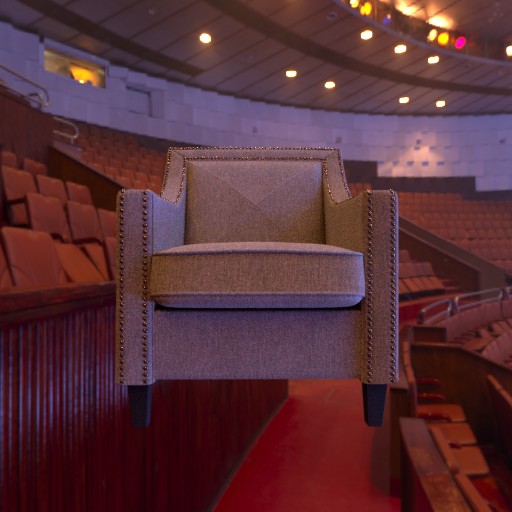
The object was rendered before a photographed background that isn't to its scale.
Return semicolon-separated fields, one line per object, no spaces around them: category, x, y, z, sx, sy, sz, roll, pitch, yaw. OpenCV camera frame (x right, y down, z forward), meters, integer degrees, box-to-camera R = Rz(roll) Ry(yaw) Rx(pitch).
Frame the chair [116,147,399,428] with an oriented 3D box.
chair;0.000;0.000;1.583;0.776;0.967;0.884;0;-1;-1
